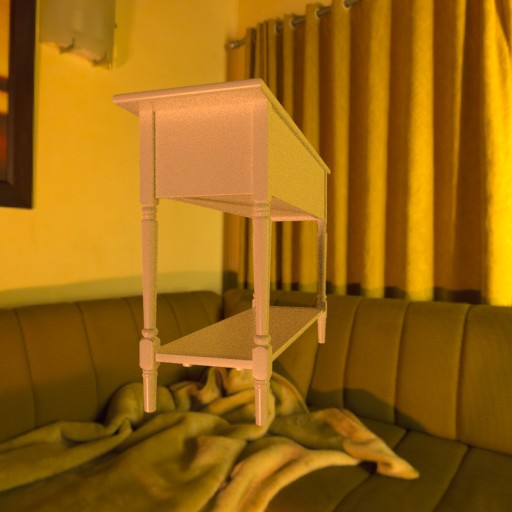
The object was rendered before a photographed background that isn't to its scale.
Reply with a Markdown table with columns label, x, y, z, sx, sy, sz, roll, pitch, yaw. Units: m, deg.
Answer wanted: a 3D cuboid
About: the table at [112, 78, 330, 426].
| label | x | y | z | sx | sy | sz | roll | pitch | yaw |
| --- | --- | --- | --- | --- | --- | --- | --- | --- | --- |
| table | 0.000 | 0.000 | 1.613 | 0.386 | 0.814 | 1.191 | 0 | 1 | 17 |
